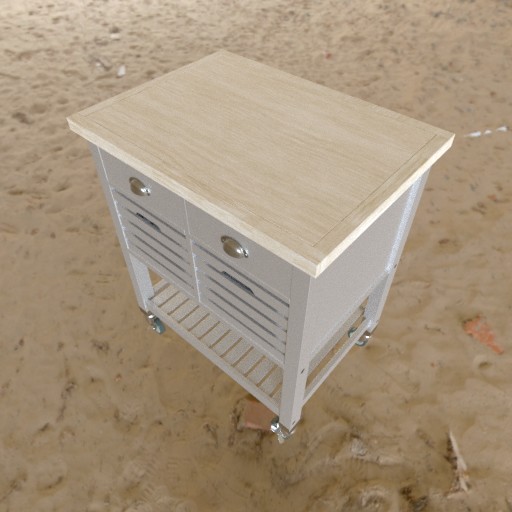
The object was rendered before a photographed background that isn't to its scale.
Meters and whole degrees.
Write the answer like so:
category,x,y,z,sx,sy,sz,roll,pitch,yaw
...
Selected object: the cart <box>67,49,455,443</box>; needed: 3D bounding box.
category,x,y,z,sx,sy,sz,roll,pitch,yaw
cart,0.000,0.000,1.402,0.762,0.914,0.559,32,54,27
